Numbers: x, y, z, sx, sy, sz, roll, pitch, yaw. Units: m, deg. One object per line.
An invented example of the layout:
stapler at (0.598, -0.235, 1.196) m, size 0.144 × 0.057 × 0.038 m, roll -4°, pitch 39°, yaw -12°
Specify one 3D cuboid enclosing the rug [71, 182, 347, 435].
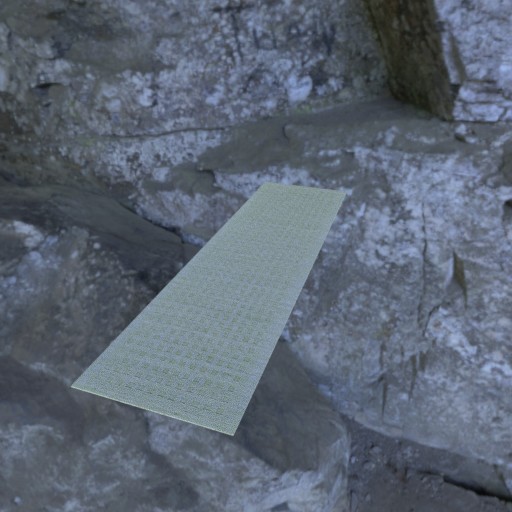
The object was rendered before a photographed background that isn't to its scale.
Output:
rug at (0.000, 0.000, 2.640) m, size 0.686 × 0.006 × 2.437 m, roll 10°, pitch 31°, yaw 17°
